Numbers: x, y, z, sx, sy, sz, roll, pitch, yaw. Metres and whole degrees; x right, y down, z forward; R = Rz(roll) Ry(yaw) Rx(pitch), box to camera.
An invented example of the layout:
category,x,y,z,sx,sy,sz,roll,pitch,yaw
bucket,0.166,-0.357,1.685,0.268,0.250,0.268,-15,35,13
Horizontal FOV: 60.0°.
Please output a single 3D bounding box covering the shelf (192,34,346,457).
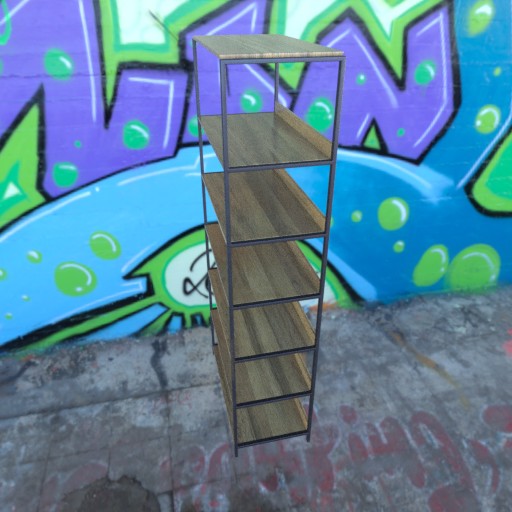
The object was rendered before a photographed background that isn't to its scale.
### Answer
category,x,y,z,sx,sy,sz,roll,pitch,yaw
shelf,0.000,0.000,2.311,0.431,2.015,0.847,-7,31,-11
